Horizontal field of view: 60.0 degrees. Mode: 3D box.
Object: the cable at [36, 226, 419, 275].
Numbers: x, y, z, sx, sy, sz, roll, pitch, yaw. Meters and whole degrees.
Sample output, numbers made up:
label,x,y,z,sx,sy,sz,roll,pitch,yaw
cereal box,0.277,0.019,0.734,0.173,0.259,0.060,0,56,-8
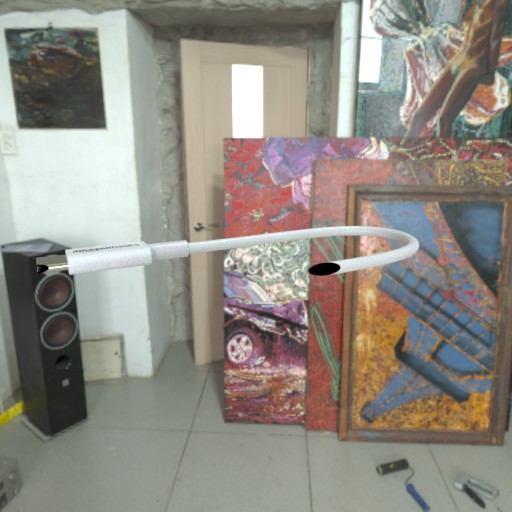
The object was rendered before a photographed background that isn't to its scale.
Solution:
label,x,y,z,sx,sy,sz,roll,pitch,yaw
cable,0.000,0.000,0.110,0.098,0.006,0.040,-8,17,-25
